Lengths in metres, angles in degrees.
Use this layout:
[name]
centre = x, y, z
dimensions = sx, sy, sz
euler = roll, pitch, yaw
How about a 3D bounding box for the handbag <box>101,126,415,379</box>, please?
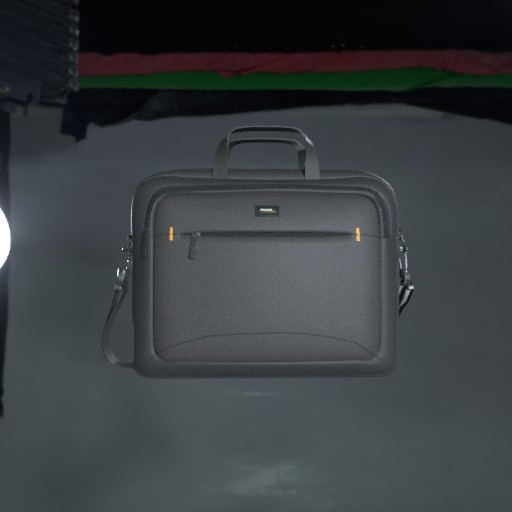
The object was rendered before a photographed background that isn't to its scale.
[handbag]
centre = 0.000, 0.000, 0.593
dimensions = 0.429, 0.330, 0.126
euler = 0, 1, -1
